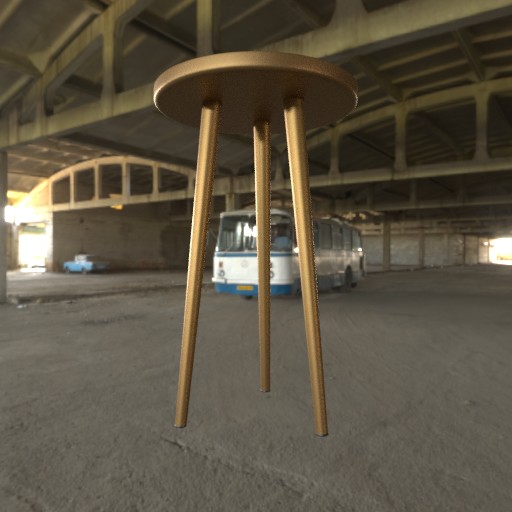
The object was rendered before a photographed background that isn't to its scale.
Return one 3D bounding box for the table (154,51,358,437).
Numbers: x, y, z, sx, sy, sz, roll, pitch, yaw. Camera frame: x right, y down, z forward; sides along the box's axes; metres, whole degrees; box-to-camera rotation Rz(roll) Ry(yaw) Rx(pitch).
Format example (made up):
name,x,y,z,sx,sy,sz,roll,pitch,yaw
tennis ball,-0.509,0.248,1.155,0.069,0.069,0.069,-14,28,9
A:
name,x,y,z,sx,sy,sz,roll,pitch,yaw
table,0.000,0.000,0.667,0.299,0.480,0.299,0,1,35
